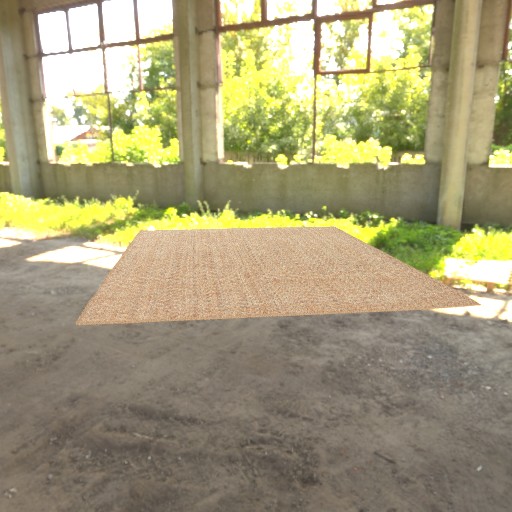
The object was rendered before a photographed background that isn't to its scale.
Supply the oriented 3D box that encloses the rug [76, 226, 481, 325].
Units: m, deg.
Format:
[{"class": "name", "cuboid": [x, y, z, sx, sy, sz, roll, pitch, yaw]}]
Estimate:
[{"class": "rug", "cuboid": [0.000, 0.000, 4.029, 2.439, 0.013, 3.048, -2, 13, -7]}]
